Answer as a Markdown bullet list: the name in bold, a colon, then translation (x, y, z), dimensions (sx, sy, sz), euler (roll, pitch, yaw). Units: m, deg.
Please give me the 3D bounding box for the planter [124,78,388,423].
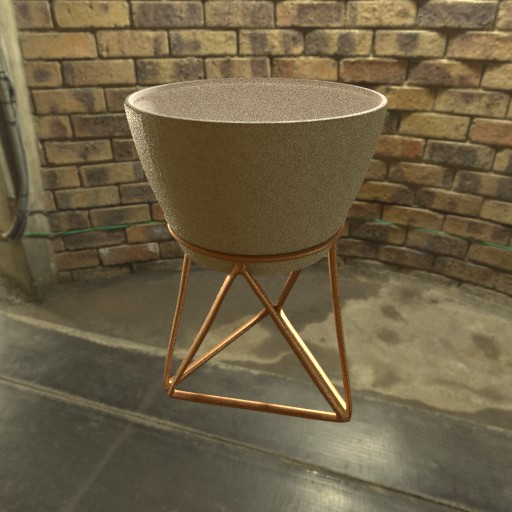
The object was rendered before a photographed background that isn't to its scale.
- **planter**: translation (0.000, 0.000, 0.728), dimensions (0.350, 0.504, 0.350), euler (-10, 31, -18)
